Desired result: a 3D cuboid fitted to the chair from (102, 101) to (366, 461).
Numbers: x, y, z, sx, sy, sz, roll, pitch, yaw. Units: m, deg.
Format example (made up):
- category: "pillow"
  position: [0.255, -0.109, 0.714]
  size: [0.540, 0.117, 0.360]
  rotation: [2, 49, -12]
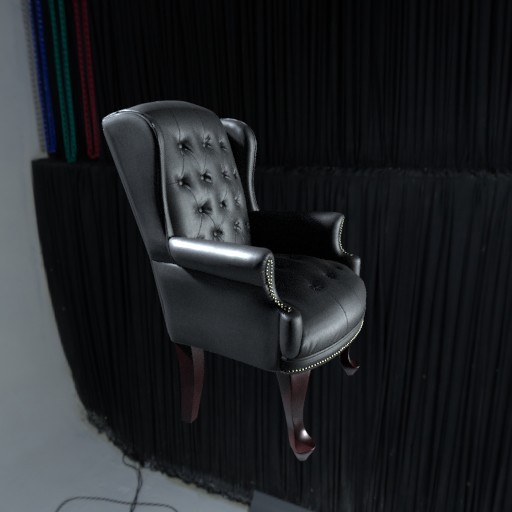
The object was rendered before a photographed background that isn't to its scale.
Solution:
- category: "chair"
  position: [0.000, 0.000, 1.676]
  size: [0.822, 1.133, 0.831]
  rotation: [7, 16, 25]
